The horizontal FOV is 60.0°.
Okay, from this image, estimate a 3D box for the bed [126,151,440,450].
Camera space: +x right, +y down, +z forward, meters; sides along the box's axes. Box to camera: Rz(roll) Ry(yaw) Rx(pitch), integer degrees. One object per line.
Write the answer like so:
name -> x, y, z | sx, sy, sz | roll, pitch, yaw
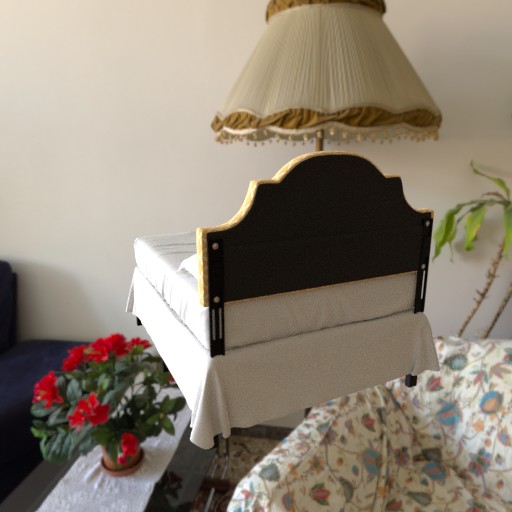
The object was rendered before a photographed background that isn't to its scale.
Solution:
bed -> 0.000, 0.000, 3.462 | 1.780, 1.633, 2.222 | -7, 16, -25
